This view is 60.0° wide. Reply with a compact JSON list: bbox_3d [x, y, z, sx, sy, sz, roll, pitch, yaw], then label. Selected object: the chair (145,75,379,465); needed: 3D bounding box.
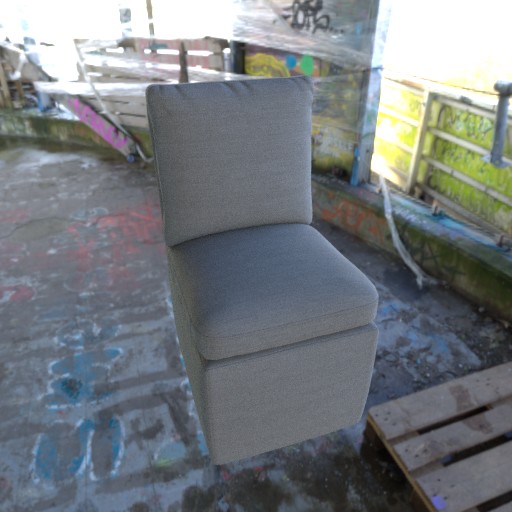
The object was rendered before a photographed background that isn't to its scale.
[{"bbox_3d":[0.000,0.000,1.327,0.503,0.927,0.698,-10,33,-16],"label":"chair"}]
